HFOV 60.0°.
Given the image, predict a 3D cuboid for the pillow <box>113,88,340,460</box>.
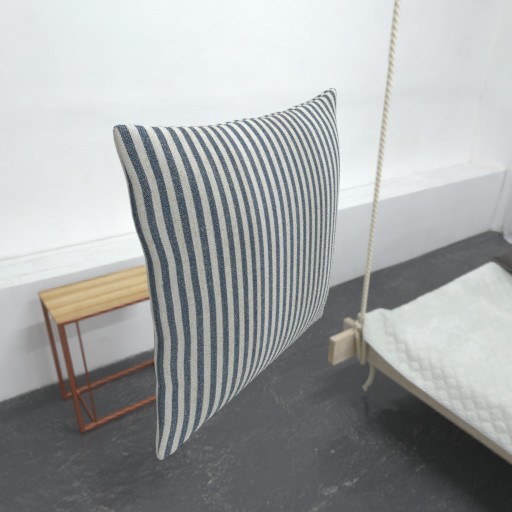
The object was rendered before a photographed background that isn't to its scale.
[{"bbox_3d":[0.000,0.000,0.771,0.166,0.510,0.523,18,31,32],"label":"pillow"}]
